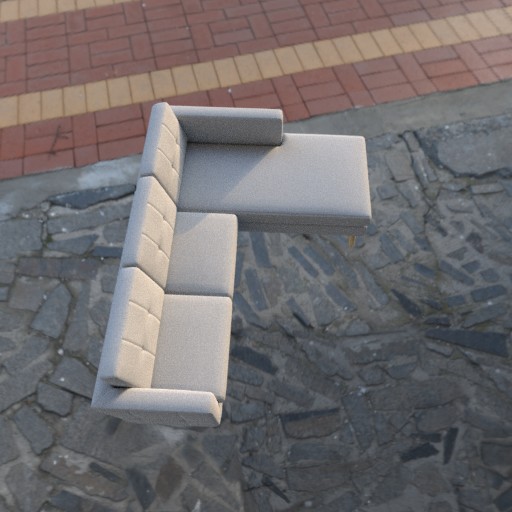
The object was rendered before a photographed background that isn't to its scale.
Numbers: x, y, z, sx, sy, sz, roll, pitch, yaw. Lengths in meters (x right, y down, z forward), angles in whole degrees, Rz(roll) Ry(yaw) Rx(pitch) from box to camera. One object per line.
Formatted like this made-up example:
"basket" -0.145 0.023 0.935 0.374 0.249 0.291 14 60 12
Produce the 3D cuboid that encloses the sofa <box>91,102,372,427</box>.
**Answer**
"sofa" 0.000 0.000 2.843 1.530 0.860 2.040 2 63 1
